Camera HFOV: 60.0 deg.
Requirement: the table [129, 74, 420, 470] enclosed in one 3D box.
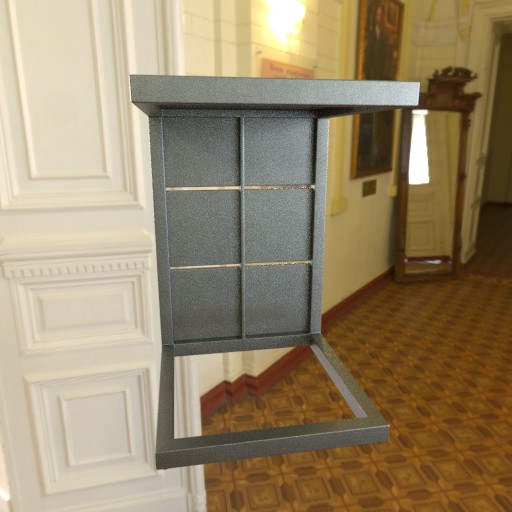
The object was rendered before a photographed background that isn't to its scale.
[{"bbox_3d":[0.000,0.000,0.879,0.405,0.609,0.420,-3,15,-10],"label":"table"}]
